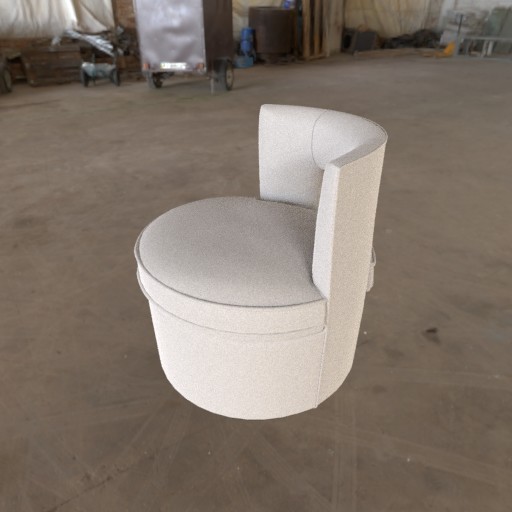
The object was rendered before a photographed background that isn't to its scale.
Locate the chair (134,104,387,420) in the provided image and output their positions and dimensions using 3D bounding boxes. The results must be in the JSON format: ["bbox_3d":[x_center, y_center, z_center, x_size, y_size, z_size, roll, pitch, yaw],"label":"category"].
[{"bbox_3d":[0.000,0.000,1.264,0.665,0.723,0.650,-7,31,-12],"label":"chair"}]
